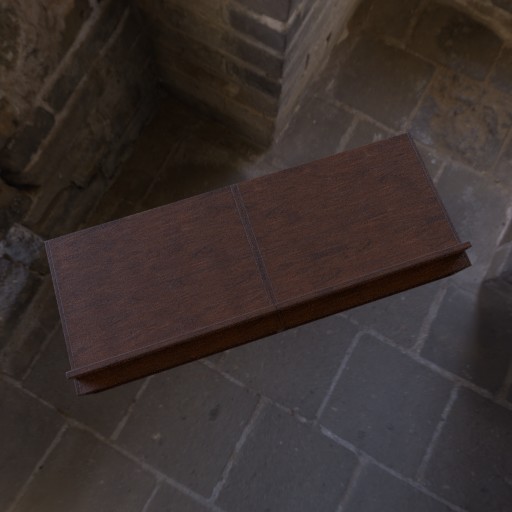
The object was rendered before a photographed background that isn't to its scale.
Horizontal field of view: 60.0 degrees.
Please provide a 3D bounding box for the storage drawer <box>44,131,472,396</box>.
[{"bbox_3d":[0.000,0.000,2.217,1.914,0.339,0.774,-18,76,-5],"label":"storage drawer"}]
